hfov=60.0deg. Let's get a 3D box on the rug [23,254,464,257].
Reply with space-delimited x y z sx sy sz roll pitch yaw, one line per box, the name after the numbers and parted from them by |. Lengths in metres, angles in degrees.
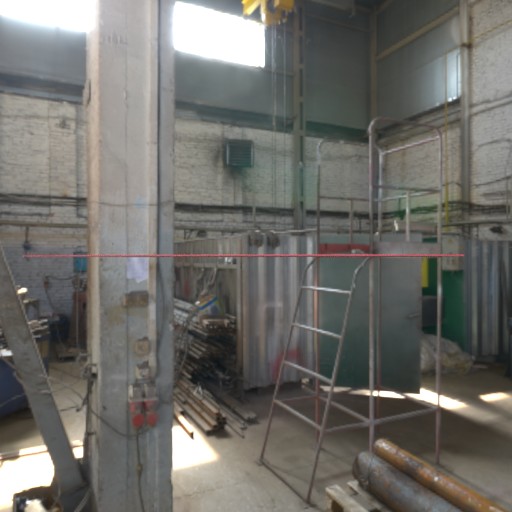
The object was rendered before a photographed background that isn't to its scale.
0.000 0.000 2.284 1.814 0.008 1.209 0 0 18 | rug
